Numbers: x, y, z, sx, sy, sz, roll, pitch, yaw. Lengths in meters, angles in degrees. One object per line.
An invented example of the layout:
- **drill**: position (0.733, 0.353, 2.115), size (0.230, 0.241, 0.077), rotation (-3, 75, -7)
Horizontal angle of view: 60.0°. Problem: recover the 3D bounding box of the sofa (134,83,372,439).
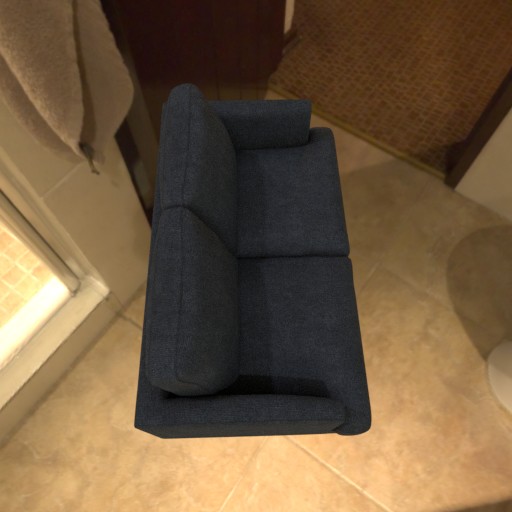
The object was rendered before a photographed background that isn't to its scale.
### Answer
- **sofa**: position (0.000, 0.000, 2.094), size (0.903, 0.944, 1.582), rotation (-1, 64, -1)
